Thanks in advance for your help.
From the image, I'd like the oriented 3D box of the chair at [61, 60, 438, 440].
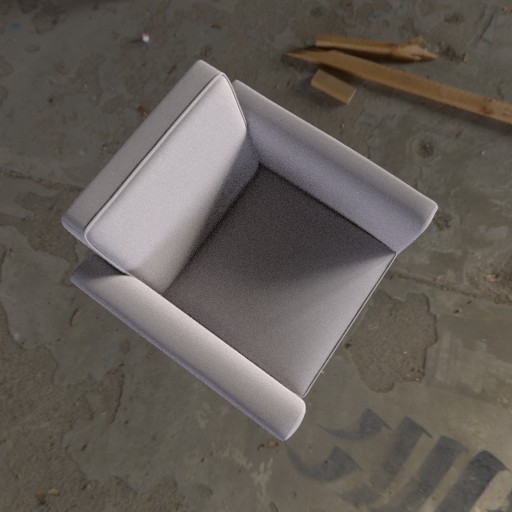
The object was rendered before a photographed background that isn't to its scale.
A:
[{"bbox_3d":[0.000,0.000,1.407,0.750,0.780,0.780,35,78,9],"label":"chair"}]
